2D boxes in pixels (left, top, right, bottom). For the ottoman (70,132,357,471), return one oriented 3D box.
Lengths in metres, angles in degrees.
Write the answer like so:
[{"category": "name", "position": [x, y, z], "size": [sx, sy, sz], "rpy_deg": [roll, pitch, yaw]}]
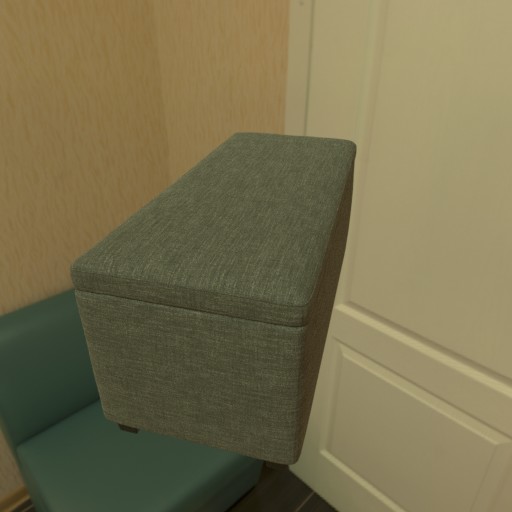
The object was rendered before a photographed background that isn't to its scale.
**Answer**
[{"category": "ottoman", "position": [0.000, 0.000, 1.132], "size": [0.419, 0.432, 0.902], "rpy_deg": [8, 31, 14]}]
